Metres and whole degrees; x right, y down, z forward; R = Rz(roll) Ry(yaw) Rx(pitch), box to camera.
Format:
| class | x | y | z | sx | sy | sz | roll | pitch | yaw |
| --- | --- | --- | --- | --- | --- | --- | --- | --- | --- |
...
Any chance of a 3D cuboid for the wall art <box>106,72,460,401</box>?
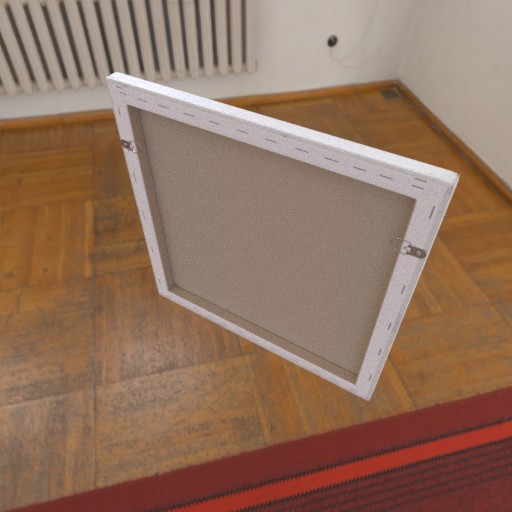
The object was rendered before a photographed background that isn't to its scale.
| class | x | y | z | sx | sy | sz | roll | pitch | yaw |
| --- | --- | --- | --- | --- | --- | --- | --- | --- | --- |
| wall art | 0.000 | 0.000 | 1.126 | 0.762 | 0.762 | 0.038 | 23 | 50 | 21 |
